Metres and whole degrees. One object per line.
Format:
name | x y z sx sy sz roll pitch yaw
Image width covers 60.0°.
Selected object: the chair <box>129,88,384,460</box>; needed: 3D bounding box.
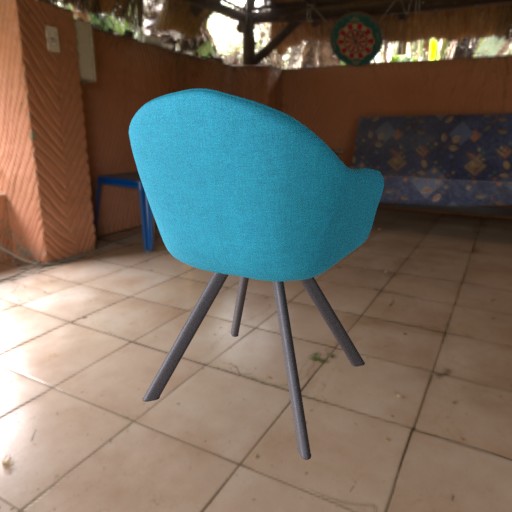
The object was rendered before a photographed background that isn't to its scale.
chair | 0.000 0.000 1.148 0.545 0.775 0.565 8 18 27
